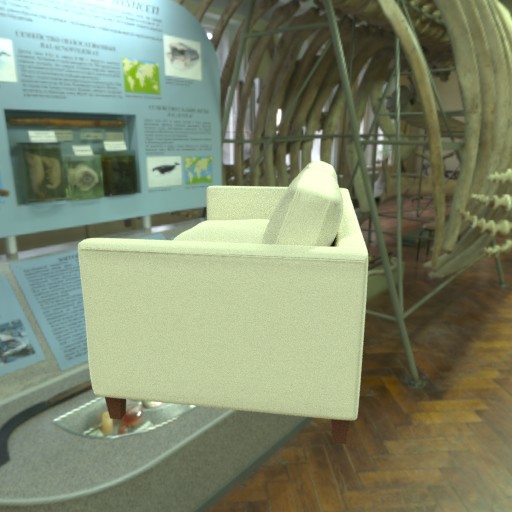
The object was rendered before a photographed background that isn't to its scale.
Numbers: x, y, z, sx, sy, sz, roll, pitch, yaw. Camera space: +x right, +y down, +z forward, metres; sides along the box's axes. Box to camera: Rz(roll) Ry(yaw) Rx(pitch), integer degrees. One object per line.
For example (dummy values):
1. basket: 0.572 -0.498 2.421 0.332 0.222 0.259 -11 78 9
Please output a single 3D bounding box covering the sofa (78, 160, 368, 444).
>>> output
1. sofa: 0.000 0.000 2.224 0.964 0.888 1.702 3 16 9
